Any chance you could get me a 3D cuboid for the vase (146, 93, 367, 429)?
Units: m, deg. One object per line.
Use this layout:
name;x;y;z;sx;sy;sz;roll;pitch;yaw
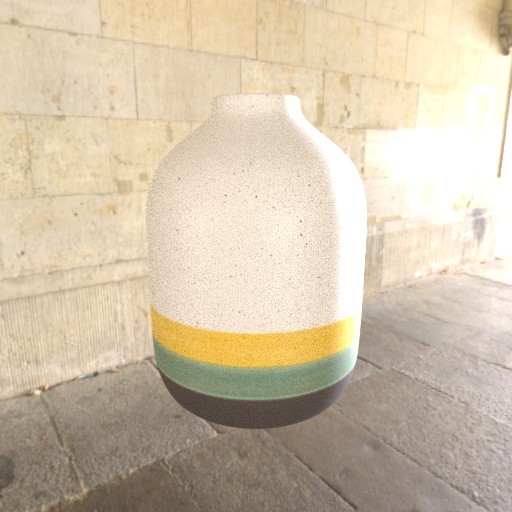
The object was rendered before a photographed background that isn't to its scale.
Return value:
vase;0.000;0.000;0.356;0.169;0.240;0.169;0;14;0
